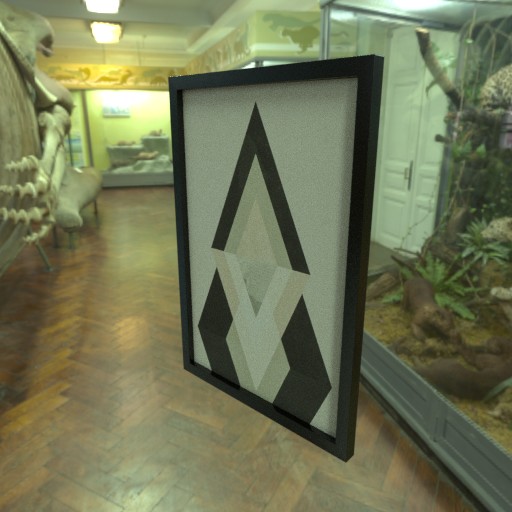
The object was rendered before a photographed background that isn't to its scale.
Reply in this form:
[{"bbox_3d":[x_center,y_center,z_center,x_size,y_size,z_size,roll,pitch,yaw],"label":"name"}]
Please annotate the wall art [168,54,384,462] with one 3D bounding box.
[{"bbox_3d":[0.000,0.000,0.580,0.314,0.455,0.019,15,22,41],"label":"wall art"}]
